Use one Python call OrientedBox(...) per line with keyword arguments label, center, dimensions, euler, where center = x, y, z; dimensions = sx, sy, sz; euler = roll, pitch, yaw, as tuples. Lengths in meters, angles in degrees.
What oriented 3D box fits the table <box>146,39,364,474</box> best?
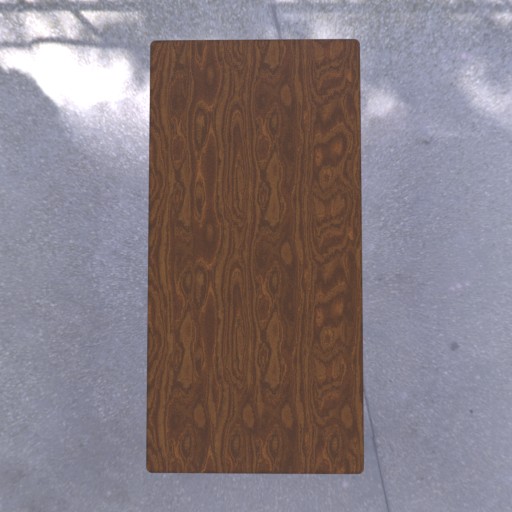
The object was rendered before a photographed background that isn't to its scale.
OrientedBox(label="table", center=(0.000, 0.000, 2.202), dimensions=(0.883, 0.753, 1.791), euler=(0, 88, 1))
